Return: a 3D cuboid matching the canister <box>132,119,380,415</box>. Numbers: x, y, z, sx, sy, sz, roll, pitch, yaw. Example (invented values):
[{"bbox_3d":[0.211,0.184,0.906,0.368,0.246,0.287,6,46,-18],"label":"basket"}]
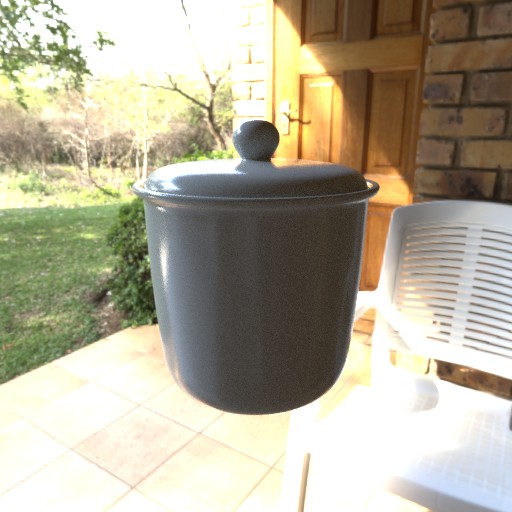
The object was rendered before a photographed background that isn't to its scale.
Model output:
[{"bbox_3d":[0.000,0.000,0.353,0.182,0.208,0.182,0,16,0],"label":"canister"}]
